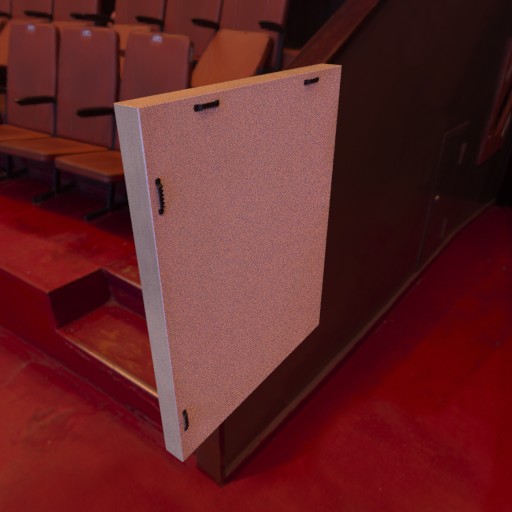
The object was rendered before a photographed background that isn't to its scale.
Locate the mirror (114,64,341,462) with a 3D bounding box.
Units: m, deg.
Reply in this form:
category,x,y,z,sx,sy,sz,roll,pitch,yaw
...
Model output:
category,x,y,z,sx,sy,sz,roll,pitch,yaw
mirror,0.000,0.000,0.682,0.041,0.509,0.406,20,35,31
